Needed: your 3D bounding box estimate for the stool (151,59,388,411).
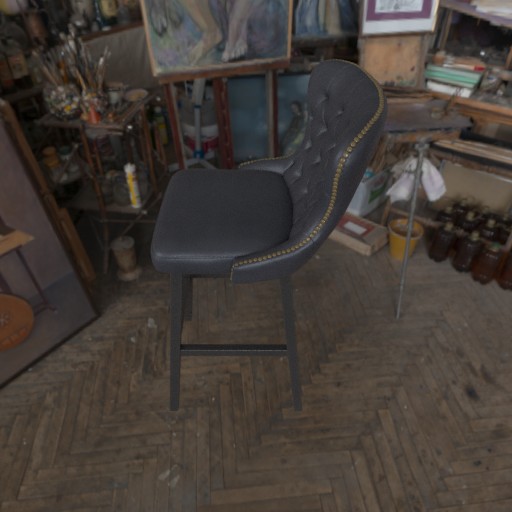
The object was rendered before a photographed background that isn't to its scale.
[{"bbox_3d":[0.000,0.000,1.370,0.601,1.050,0.528,0,41,0],"label":"stool"}]
